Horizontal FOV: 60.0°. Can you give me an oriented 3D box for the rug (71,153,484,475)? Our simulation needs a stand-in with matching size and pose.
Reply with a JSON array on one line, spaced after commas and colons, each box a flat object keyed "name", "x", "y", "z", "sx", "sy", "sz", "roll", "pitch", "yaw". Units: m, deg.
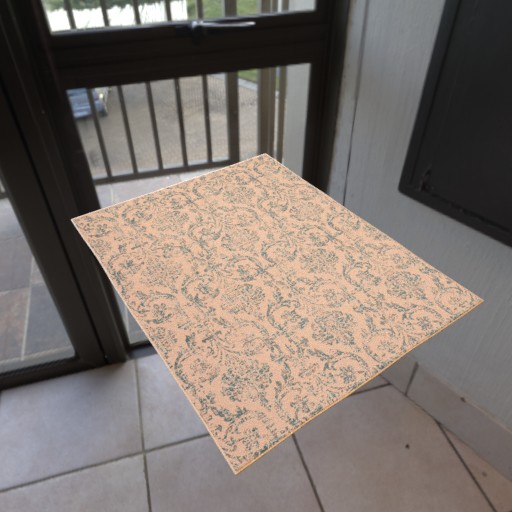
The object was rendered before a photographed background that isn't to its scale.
[{"name": "rug", "x": 0.000, "y": 0.000, "z": 3.943, "sx": 2.363, "sy": 0.012, "sz": 2.980, "roll": -25, "pitch": 47, "yaw": -26}]
